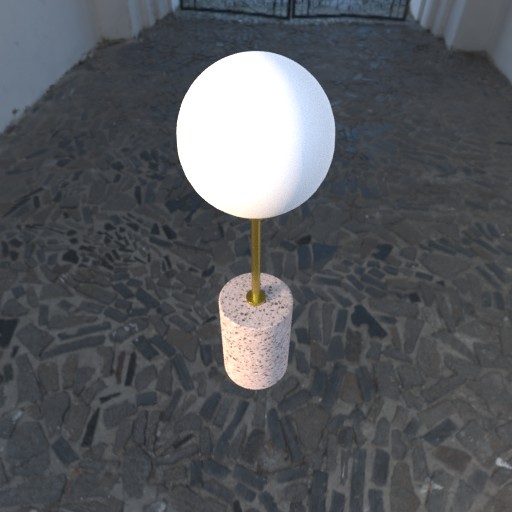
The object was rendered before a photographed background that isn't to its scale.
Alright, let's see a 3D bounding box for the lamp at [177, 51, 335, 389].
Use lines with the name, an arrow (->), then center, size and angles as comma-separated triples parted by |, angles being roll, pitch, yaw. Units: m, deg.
lamp -> 0.000, 0.000, 0.549 | 0.153, 0.480, 0.153 | 0, 45, 0
